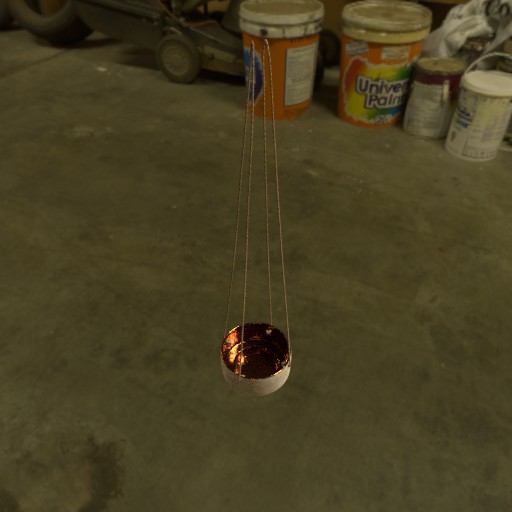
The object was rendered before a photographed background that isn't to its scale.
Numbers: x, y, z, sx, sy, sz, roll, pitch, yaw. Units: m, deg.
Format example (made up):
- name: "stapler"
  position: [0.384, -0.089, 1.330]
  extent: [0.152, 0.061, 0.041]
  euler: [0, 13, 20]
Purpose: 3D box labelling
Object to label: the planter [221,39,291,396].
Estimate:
- name: "planter"
  position: [0.000, 0.000, 1.135]
  extent: [0.223, 1.030, 0.223]
  euler: [-13, 43, -14]
